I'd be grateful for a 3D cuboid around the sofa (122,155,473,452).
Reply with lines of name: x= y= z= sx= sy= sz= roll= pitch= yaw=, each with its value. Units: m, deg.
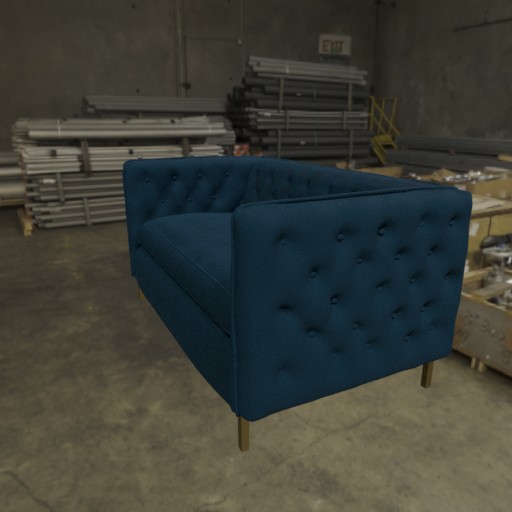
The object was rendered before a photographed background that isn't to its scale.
sofa: x=0.000 y=0.000 z=2.074 sx=0.909 sy=0.810 sz=1.583 roll=-9 pitch=19 yaw=-26
